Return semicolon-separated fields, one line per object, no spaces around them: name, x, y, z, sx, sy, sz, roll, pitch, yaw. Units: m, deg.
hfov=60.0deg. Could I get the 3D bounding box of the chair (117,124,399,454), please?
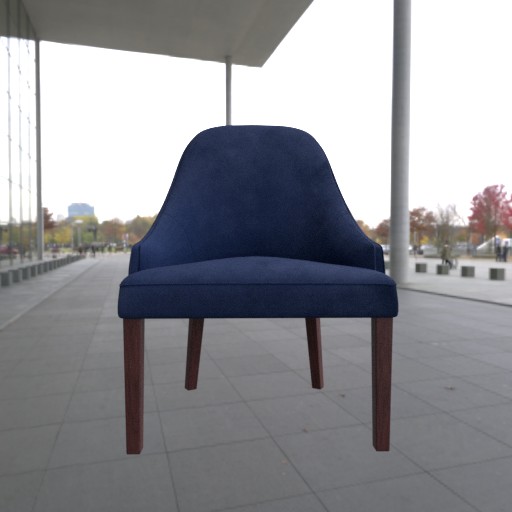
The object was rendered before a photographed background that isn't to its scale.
chair;0.000;0.000;1.272;0.643;0.889;0.575;0;1;-1
